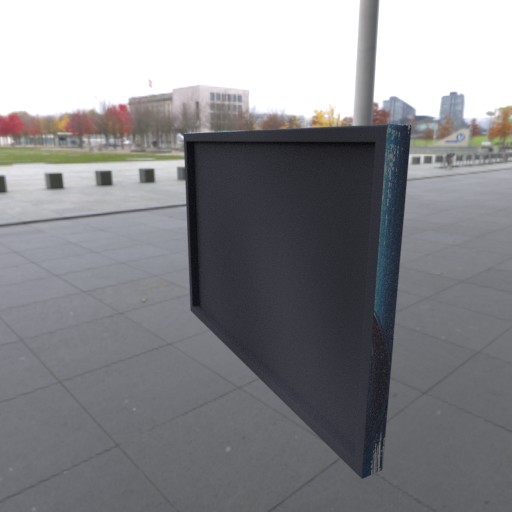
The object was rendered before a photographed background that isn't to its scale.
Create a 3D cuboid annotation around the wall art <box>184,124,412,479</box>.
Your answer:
[{"bbox_3d":[0.000,0.000,0.746,0.033,0.406,0.609,-7,16,-27],"label":"wall art"}]
